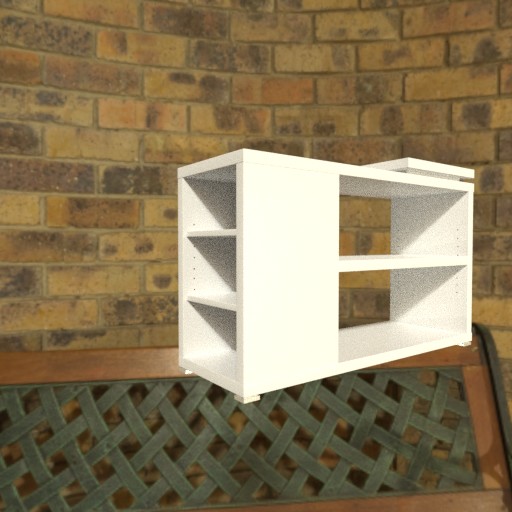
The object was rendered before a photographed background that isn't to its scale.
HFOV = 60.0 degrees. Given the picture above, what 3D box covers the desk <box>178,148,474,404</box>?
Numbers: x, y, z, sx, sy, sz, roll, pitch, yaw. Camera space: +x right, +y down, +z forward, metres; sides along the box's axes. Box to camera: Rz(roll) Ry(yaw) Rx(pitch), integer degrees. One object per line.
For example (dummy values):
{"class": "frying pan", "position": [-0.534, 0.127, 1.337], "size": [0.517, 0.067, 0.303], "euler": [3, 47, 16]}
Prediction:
{"class": "desk", "position": [0.000, 0.000, 2.167], "size": [1.200, 0.753, 1.524], "euler": [-1, 2, -36]}
